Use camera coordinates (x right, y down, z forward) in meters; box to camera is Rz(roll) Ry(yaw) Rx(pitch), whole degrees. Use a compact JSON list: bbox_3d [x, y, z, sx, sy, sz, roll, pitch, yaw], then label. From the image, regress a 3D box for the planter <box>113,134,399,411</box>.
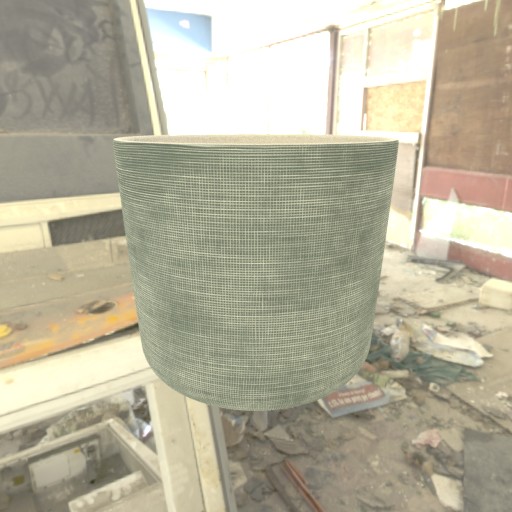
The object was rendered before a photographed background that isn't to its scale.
[{"bbox_3d":[0.000,0.000,0.770,0.440,0.398,0.440,0,17,0],"label":"planter"}]
